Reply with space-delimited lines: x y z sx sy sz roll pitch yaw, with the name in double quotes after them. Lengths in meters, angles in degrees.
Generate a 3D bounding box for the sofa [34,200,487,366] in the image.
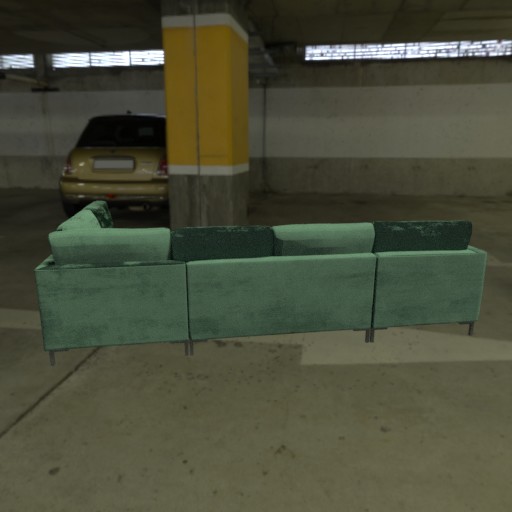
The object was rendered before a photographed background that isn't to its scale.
0.000 0.000 4.294 3.434 0.992 2.055 -2 15 -9 "sofa"
